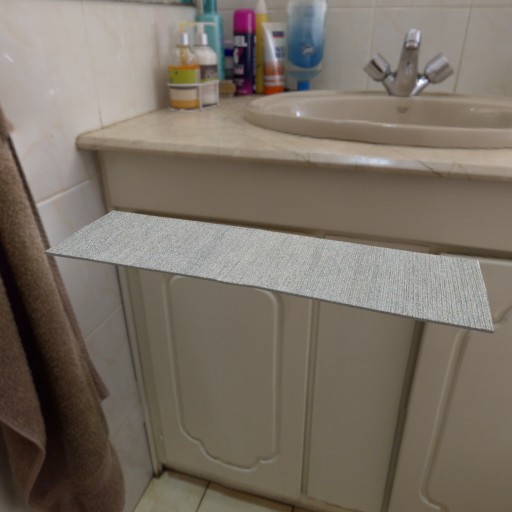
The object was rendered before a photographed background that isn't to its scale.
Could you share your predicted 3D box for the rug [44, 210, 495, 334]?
[{"bbox_3d":[0.000,0.000,2.465,2.341,0.037,0.675,9,28,17],"label":"rug"}]
